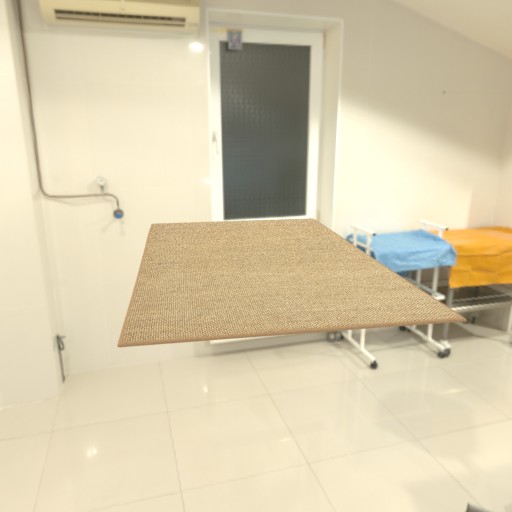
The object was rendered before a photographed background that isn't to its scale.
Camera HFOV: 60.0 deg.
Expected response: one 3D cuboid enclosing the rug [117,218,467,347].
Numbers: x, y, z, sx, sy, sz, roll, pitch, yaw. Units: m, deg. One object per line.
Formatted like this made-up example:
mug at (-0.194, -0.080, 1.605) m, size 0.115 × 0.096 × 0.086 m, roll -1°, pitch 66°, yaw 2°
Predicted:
rug at (0.000, 0.000, 2.090) m, size 1.061 × 0.012 × 1.668 m, roll -3°, pitch 16°, yaw -9°
